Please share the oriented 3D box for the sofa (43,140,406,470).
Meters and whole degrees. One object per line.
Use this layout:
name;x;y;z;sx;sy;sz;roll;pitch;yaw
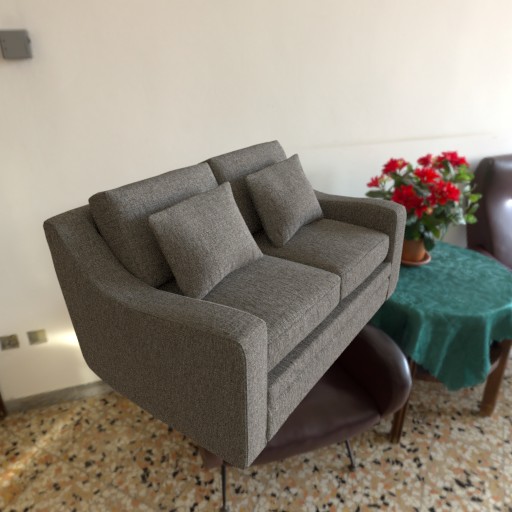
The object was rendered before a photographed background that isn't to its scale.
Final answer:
sofa;0.000;0.000;2.447;1.120;0.991;1.778;18;31;31
